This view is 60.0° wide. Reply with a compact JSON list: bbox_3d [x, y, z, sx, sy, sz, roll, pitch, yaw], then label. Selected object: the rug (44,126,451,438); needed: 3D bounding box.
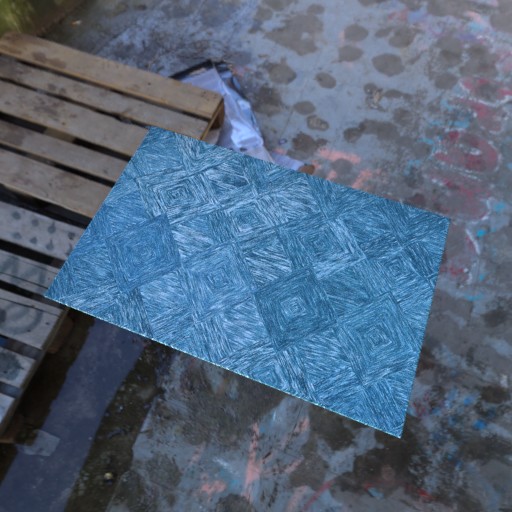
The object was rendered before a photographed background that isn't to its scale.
[{"bbox_3d":[0.000,0.000,2.905,2.277,0.015,1.490,19,66,9],"label":"rug"}]
